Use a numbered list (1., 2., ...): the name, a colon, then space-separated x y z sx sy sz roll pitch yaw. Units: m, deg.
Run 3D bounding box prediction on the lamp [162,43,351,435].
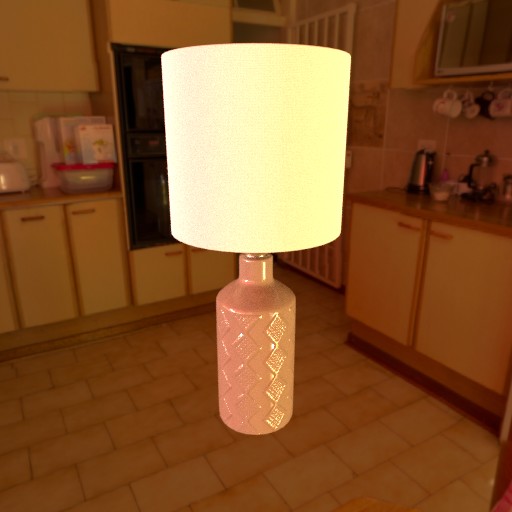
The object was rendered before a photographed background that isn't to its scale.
1. lamp: 0.000 0.000 0.561 0.207 0.461 0.207 9 20 27
